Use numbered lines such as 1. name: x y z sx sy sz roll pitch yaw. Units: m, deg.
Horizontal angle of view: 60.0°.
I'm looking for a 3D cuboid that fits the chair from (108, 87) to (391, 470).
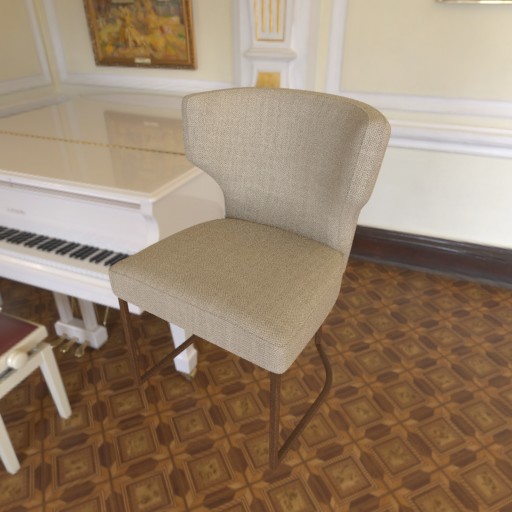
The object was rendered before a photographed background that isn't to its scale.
1. chair: 0.000 0.000 1.260 0.611 0.824 0.617 19 35 29
